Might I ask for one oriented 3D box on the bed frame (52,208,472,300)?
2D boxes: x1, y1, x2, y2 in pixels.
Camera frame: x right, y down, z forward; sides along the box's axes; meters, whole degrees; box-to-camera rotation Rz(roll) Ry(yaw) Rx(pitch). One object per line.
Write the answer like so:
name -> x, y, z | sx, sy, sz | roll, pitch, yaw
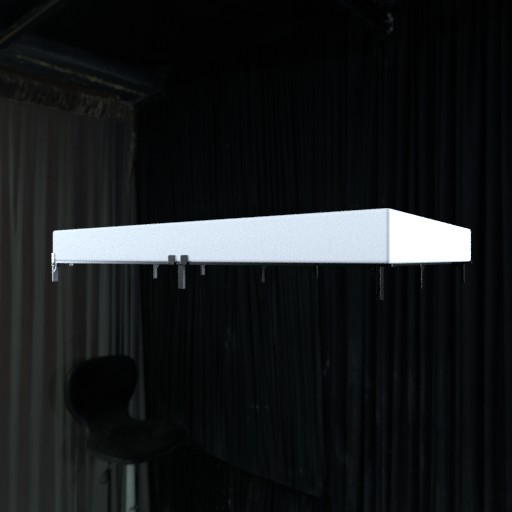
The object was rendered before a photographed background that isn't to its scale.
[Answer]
bed frame -> 0.000, 0.000, 3.738 | 2.987, 0.440, 1.930 | 0, 0, 36
